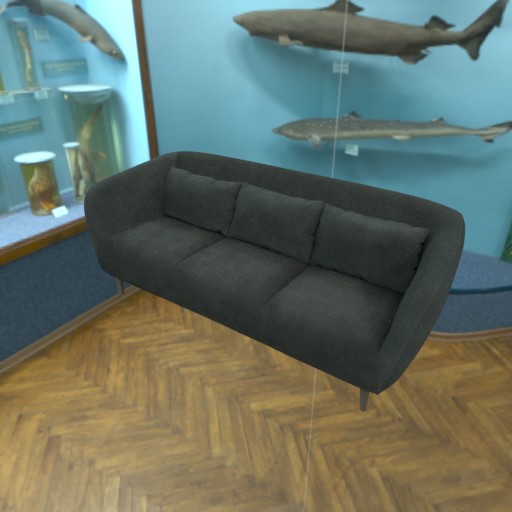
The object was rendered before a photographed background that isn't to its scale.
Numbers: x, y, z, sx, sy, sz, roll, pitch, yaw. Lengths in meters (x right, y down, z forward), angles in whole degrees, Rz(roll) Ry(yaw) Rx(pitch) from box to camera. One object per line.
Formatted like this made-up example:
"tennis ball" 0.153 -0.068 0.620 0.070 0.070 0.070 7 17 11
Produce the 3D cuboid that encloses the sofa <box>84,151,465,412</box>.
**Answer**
"sofa" 0.000 0.000 2.753 2.296 0.875 0.956 19 34 30
